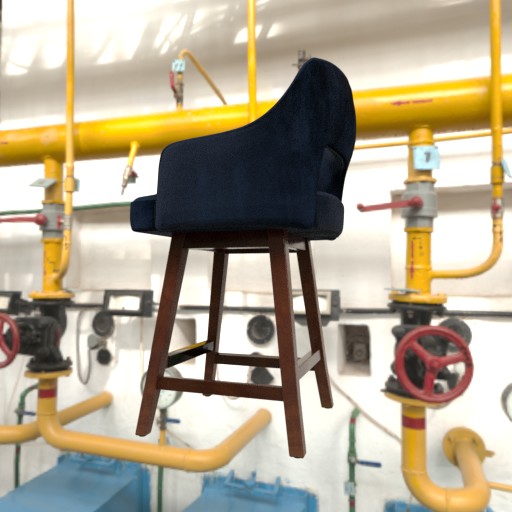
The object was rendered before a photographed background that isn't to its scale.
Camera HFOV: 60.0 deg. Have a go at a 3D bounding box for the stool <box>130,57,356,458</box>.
[{"bbox_3d":[0.000,0.000,1.276,0.560,0.940,0.550,-1,-2,19],"label":"stool"}]
